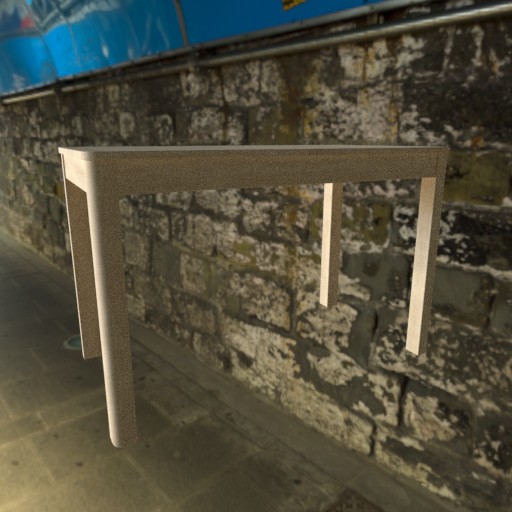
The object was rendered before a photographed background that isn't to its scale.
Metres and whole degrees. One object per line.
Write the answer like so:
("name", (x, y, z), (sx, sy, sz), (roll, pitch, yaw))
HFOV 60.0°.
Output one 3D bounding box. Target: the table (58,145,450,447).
("table", (0.000, 0.000, 1.884), (1.400, 0.900, 0.750), (-8, 17, -27))
